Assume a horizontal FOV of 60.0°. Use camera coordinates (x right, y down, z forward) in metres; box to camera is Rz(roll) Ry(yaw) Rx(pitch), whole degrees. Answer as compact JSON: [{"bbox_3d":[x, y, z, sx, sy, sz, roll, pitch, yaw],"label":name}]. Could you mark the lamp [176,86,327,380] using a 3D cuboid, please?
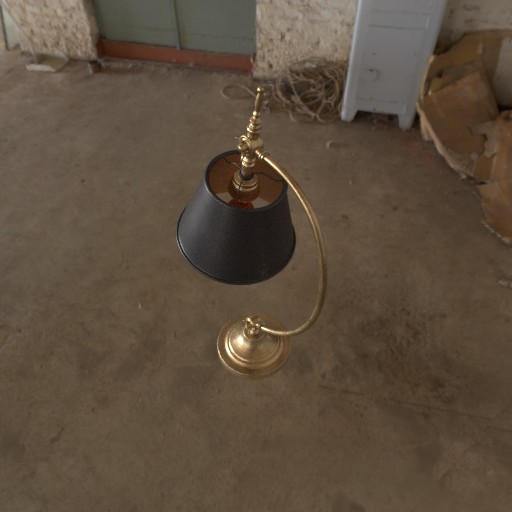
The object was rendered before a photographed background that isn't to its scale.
[{"bbox_3d":[0.000,0.000,0.845,0.235,0.675,0.344,-31,54,-26],"label":"lamp"}]
